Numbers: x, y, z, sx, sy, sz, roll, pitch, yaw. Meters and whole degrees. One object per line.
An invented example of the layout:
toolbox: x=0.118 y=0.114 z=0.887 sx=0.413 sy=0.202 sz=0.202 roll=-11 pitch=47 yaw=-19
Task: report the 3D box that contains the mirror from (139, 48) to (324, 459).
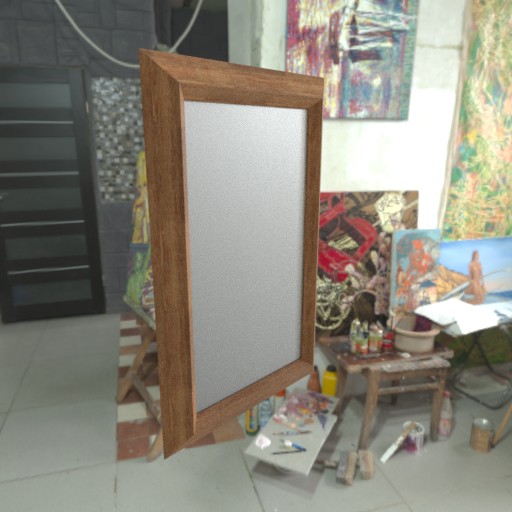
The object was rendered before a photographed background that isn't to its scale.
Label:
mirror: x=0.000 y=0.000 z=1.261 sx=0.047 sy=1.010 sz=0.651 roll=14 pitch=20 yaw=43
